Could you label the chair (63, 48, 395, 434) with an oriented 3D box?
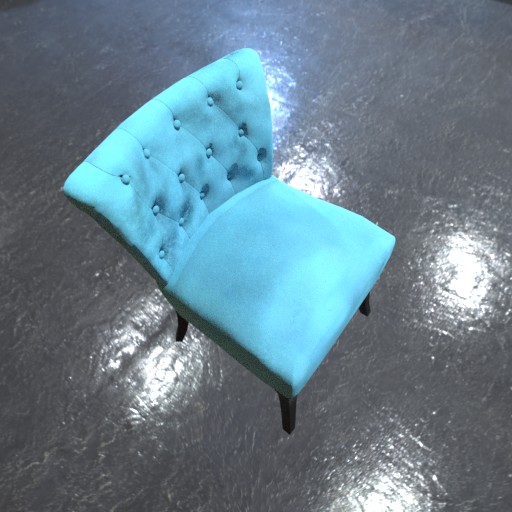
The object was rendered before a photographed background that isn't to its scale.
[{"bbox_3d":[0.000,0.000,1.179,0.605,0.750,0.582,32,62,19],"label":"chair"}]
